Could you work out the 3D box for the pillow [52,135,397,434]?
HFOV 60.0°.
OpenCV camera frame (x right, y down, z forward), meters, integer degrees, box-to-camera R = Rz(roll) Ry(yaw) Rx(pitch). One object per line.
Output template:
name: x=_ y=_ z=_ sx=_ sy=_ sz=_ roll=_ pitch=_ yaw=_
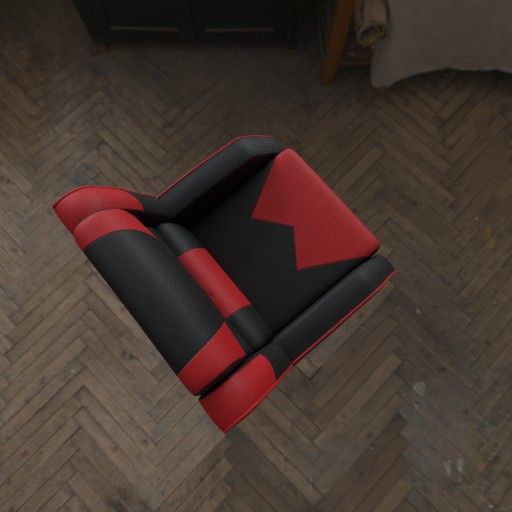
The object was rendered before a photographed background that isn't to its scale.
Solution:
pillow: x=0.000 y=0.000 z=1.307 sx=0.672 sy=0.805 sz=0.620 roll=-39 pitch=79 yaw=-9
